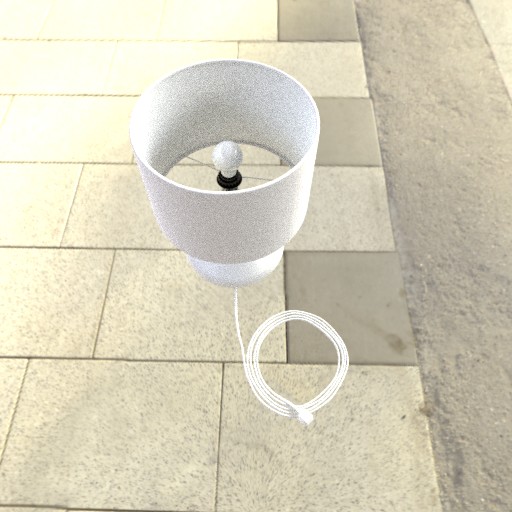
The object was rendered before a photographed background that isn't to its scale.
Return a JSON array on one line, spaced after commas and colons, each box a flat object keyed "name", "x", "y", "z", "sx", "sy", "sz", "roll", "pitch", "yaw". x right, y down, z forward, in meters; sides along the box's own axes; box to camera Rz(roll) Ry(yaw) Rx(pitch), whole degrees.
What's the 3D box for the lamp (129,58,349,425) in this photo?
[{"name": "lamp", "x": 0.000, "y": 0.000, "z": 0.844, "sx": 0.401, "sy": 0.457, "sz": 0.546, "roll": -1, "pitch": 60, "yaw": -1}]
